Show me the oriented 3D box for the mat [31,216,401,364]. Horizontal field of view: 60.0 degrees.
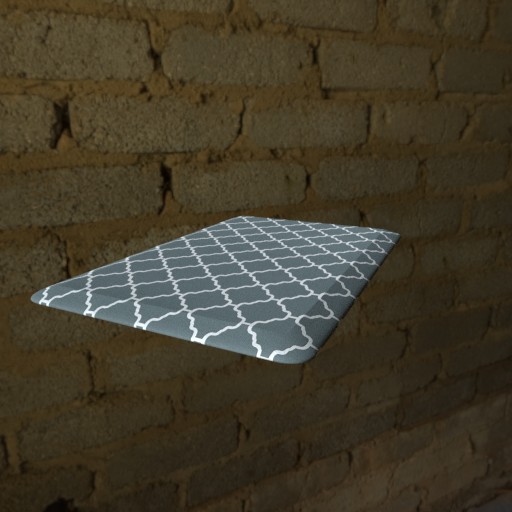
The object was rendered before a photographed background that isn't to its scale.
[{"bbox_3d":[0.000,0.000,0.963,0.508,0.021,0.762,8,18,25],"label":"mat"}]
